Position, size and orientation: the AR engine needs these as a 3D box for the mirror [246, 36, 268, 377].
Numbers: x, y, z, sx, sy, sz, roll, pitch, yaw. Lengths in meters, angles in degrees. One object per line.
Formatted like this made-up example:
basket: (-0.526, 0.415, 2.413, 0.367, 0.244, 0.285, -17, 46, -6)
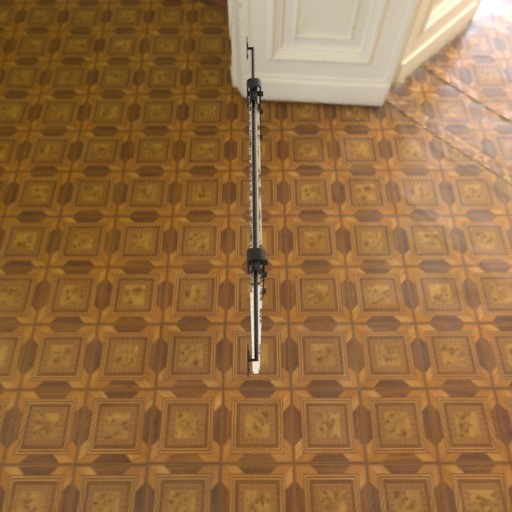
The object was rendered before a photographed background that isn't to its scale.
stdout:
mirror: (0.000, 0.000, 1.232, 0.037, 0.844, 0.808, -1, 63, 0)
